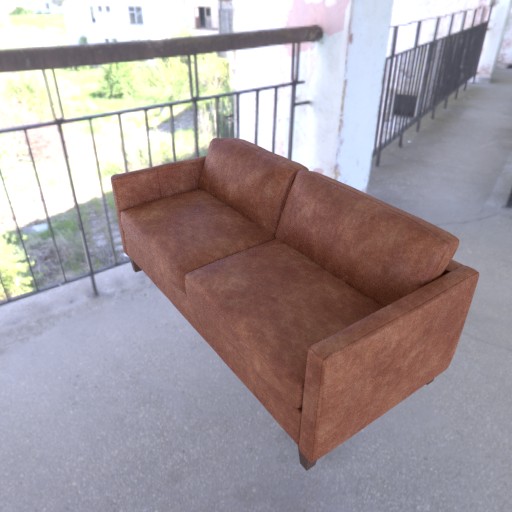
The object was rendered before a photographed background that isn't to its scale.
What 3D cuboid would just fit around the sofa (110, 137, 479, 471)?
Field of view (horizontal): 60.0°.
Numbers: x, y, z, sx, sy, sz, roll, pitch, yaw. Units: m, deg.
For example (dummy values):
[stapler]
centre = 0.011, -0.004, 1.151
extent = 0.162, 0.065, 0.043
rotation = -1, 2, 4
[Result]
[sofa]
centre = 0.000, 0.000, 2.411
extent = 0.923, 0.863, 1.971
rotation = -20, 37, -30
